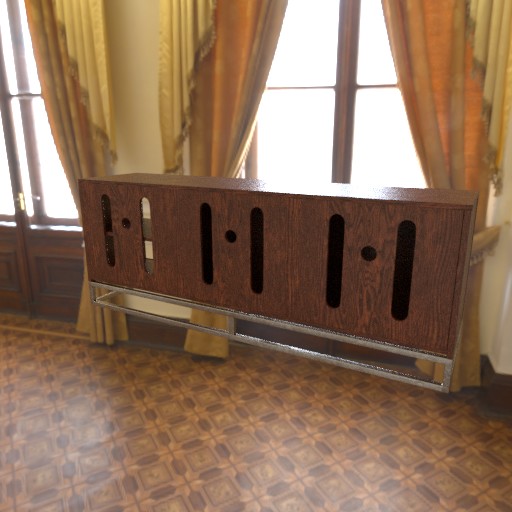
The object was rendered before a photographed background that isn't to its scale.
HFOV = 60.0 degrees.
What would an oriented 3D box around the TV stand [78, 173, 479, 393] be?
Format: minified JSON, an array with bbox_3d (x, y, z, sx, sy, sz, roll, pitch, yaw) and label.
[{"bbox_3d":[0.000,0.000,1.790,1.541,0.578,0.382,8,17,27],"label":"TV stand"}]
